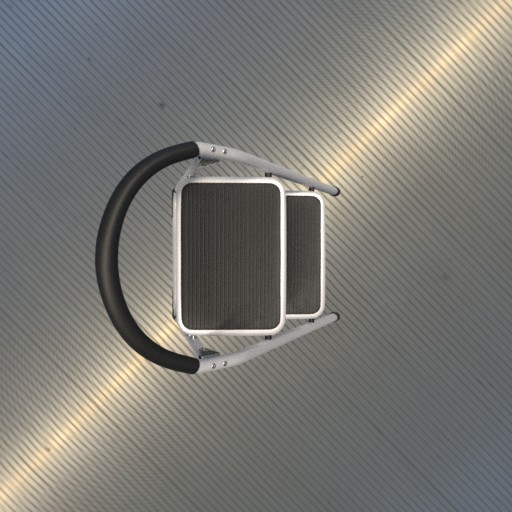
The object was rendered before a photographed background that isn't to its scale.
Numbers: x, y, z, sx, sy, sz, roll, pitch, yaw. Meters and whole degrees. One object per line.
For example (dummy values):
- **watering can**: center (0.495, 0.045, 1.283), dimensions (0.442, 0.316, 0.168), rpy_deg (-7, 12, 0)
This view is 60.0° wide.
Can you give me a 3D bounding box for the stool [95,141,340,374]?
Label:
- **stool**: center (0.000, 0.000, 1.111), dimensions (0.559, 0.760, 0.453), rpy_deg (0, 91, 0)
